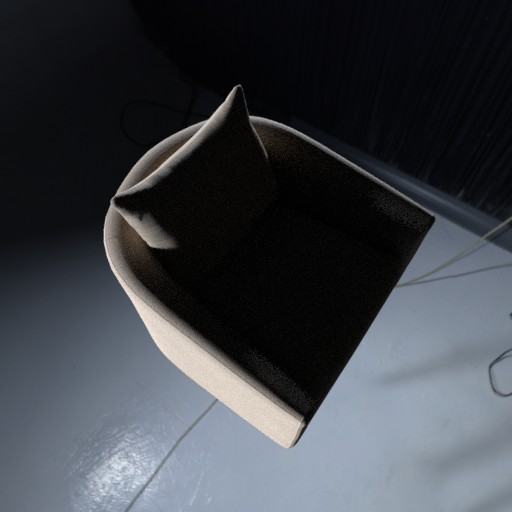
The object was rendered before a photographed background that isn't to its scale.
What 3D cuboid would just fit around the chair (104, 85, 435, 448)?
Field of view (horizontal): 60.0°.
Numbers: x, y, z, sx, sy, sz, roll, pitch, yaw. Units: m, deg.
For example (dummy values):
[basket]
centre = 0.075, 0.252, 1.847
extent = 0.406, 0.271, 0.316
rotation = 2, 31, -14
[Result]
[chair]
centre = 0.000, 0.000, 1.570
extent = 0.910, 0.848, 0.845
rotation = 32, 64, 18
